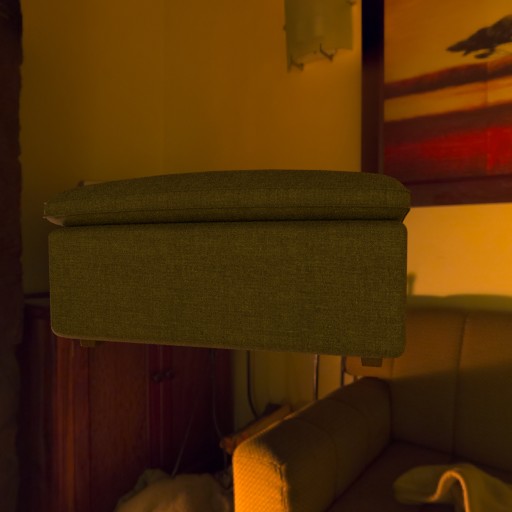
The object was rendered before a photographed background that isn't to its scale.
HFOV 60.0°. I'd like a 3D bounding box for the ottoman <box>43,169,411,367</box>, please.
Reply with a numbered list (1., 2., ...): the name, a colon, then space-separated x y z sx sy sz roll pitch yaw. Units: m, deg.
1. ottoman: 0.000 0.000 1.676 1.067 0.559 1.067 0 0 16
